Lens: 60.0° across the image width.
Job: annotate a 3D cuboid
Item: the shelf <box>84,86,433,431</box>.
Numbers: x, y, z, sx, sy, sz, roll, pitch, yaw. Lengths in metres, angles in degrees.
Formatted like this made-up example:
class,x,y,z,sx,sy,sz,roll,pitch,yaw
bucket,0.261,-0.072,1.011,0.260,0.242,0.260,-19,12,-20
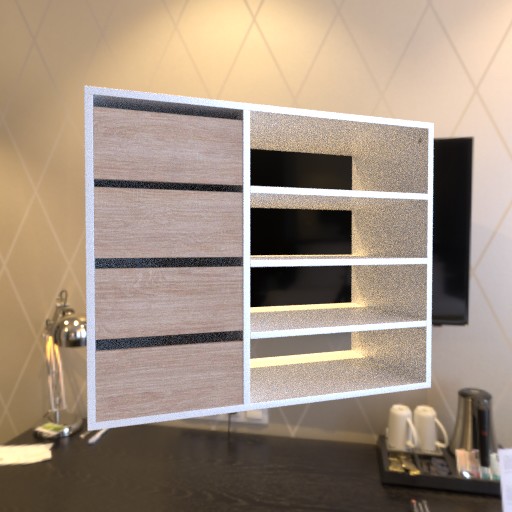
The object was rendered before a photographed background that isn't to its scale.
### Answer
class,x,y,z,sx,sy,sz,roll,pitch,yaw
shelf,0.000,0.000,1.269,0.895,0.732,0.396,-1,2,-19
